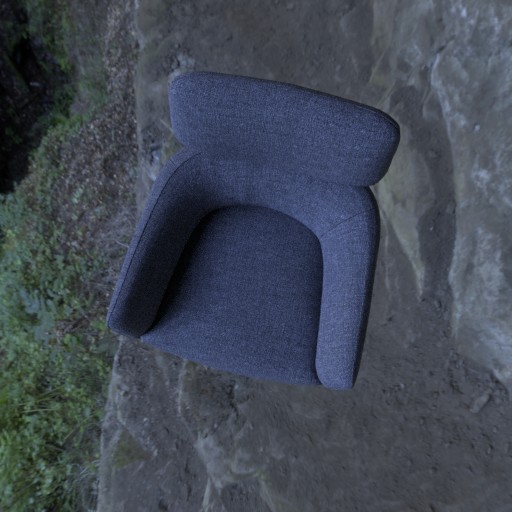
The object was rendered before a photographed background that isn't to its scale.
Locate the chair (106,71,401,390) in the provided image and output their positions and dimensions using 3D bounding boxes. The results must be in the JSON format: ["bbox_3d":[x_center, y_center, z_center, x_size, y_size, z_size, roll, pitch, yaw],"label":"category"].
[{"bbox_3d":[0.000,0.000,1.375,0.706,0.812,0.715,13,75,4],"label":"chair"}]
